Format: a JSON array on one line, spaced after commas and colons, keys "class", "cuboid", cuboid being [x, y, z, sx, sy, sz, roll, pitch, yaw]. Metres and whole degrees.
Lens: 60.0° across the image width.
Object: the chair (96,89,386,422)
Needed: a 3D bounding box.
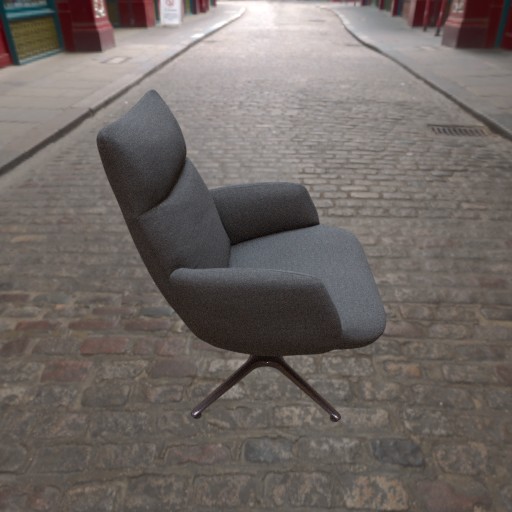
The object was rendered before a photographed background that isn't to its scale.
[{"class": "chair", "cuboid": [0.000, 0.000, 1.502, 0.831, 0.984, 0.702, 1, 31, 1]}]
